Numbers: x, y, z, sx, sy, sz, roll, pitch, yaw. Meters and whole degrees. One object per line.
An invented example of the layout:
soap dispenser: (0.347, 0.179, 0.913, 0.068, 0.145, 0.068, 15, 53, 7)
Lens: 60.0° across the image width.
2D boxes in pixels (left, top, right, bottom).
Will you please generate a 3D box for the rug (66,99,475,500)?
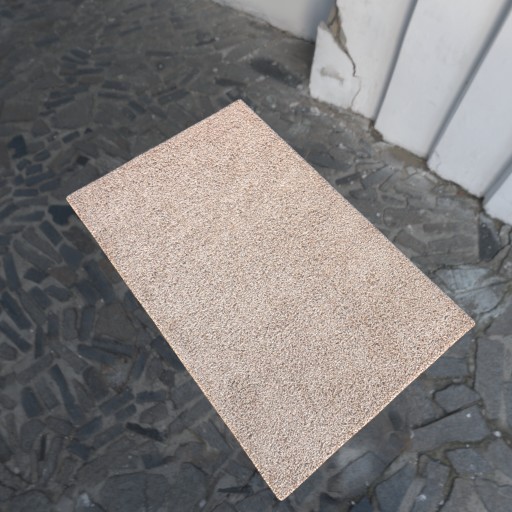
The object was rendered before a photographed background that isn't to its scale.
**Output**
rug: (0.000, 0.000, 3.350, 1.778, 0.030, 2.743, -35, 68, -16)
